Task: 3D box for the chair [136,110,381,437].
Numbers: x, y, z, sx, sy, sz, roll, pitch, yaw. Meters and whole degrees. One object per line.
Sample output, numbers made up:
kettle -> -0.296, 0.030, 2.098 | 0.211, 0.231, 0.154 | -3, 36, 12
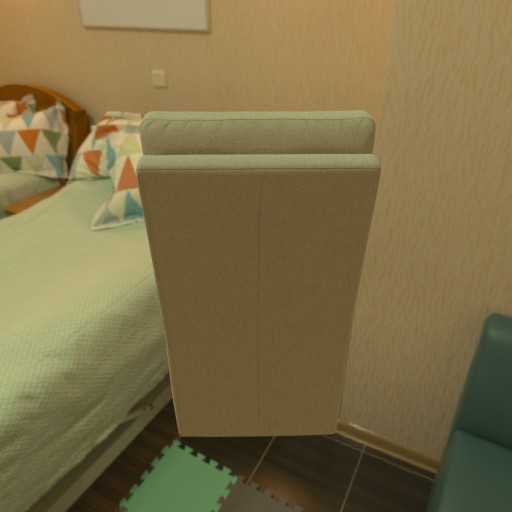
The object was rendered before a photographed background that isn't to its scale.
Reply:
chair -> 0.000, 0.000, 1.334 | 0.503, 0.927, 0.698 | -1, 30, -1
